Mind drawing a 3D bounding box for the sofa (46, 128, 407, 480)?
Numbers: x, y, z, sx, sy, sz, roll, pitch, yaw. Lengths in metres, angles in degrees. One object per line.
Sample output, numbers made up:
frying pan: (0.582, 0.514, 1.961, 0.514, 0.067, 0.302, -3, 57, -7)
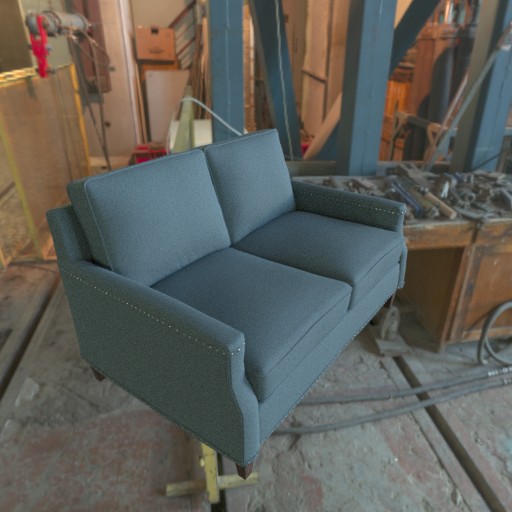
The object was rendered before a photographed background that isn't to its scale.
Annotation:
sofa: (0.000, 0.000, 2.236, 1.084, 1.003, 1.597, 19, 32, 32)
